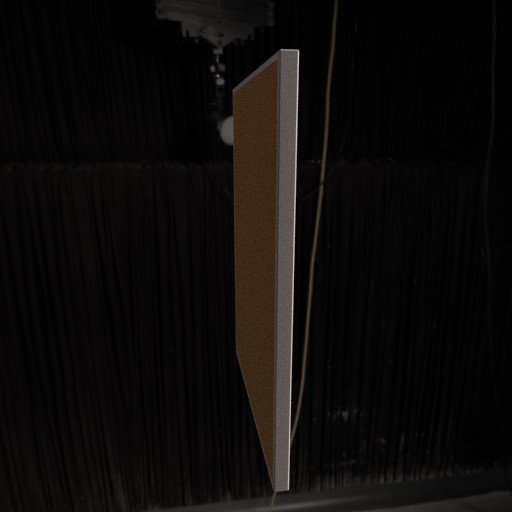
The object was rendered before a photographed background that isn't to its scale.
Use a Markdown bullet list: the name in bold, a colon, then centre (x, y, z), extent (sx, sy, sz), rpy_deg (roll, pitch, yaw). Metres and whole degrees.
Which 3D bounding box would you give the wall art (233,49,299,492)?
- **wall art**: centre (0.000, 0.000, 1.606), extent (0.046, 1.221, 0.914), rpy_deg (-3, 15, -9)
